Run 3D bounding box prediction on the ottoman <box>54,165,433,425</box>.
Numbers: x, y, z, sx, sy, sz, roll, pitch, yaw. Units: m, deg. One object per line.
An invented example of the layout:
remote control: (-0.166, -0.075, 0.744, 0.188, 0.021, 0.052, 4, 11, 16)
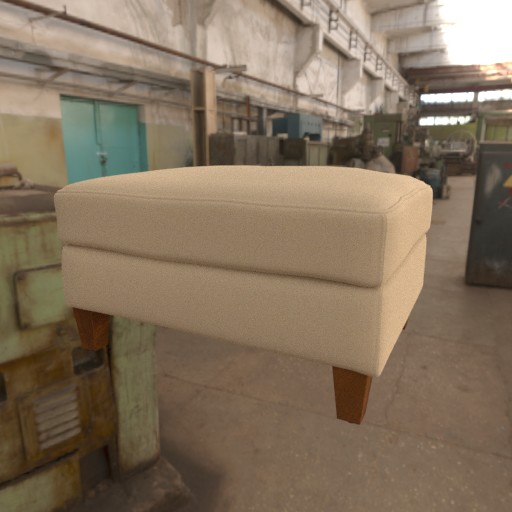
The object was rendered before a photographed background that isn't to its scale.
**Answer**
ottoman: (0.000, 0.000, 1.202, 0.818, 0.485, 0.634, 7, 15, 26)
